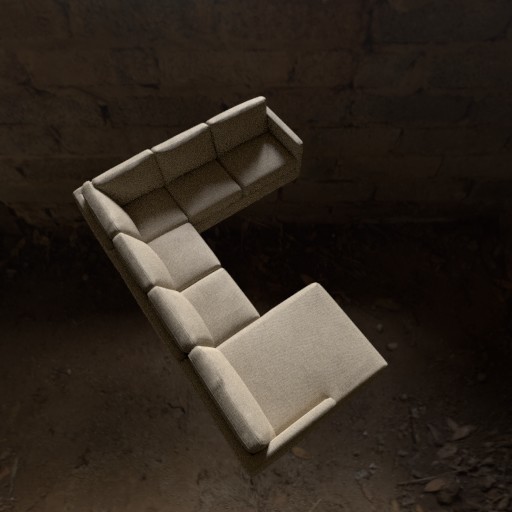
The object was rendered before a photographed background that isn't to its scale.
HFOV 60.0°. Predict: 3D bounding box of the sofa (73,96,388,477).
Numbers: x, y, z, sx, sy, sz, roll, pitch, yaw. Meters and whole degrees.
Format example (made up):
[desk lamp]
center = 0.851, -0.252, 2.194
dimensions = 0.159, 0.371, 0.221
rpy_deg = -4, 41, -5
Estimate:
[sofa]
center = 0.000, 0.000, 4.771
dimensions = 2.593, 0.959, 3.460
rpy_deg = -32, 65, -17
